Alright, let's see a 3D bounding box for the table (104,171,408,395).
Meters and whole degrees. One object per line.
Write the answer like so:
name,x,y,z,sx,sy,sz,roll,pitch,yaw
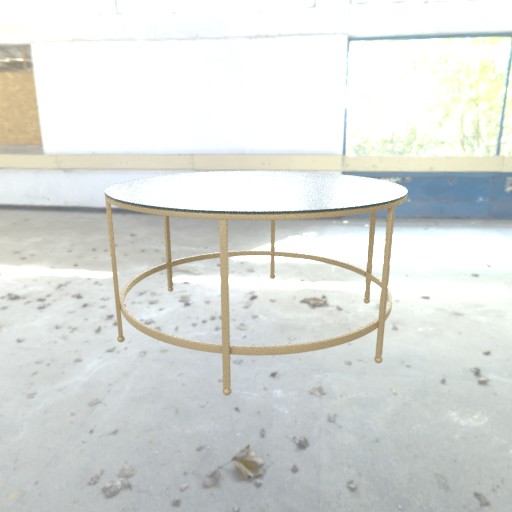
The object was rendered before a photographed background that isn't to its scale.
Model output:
table,0.000,0.000,1.472,0.914,0.470,0.914,0,16,0
